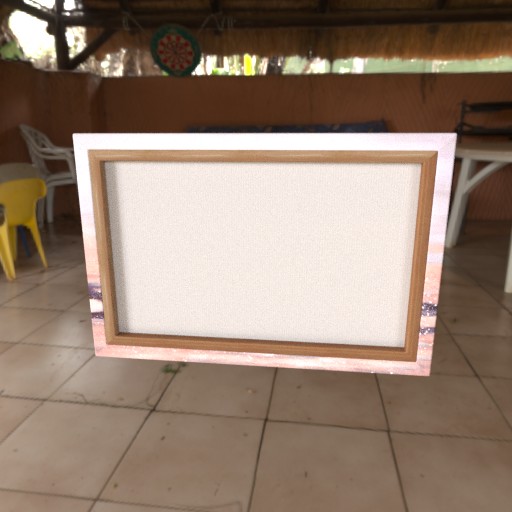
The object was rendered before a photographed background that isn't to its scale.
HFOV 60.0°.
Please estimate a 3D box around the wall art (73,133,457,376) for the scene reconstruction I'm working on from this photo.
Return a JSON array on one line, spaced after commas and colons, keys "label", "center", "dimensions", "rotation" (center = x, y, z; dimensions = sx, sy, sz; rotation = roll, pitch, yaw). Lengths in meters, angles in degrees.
[{"label": "wall art", "center": [0.000, 0.000, 1.141], "dimensions": [0.913, 0.609, 0.038], "rotation": [2, 15, 7]}]
